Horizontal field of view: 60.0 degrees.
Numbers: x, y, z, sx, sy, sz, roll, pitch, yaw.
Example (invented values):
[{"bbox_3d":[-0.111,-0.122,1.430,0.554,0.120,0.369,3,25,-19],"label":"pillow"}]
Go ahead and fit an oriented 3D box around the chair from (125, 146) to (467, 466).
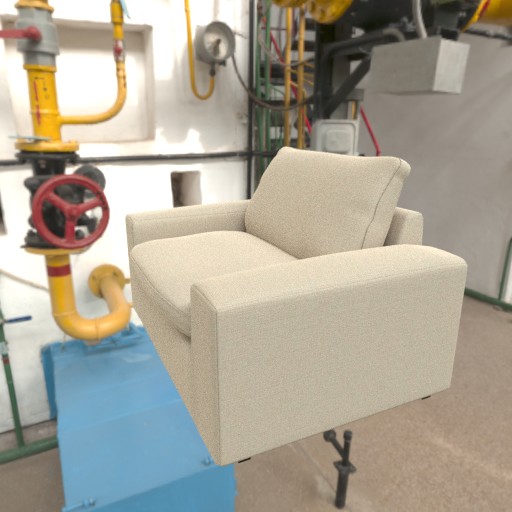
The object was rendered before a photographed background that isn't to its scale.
[{"bbox_3d":[0.000,0.000,2.013,1.039,0.915,1.398,-8,19,-24],"label":"chair"}]
